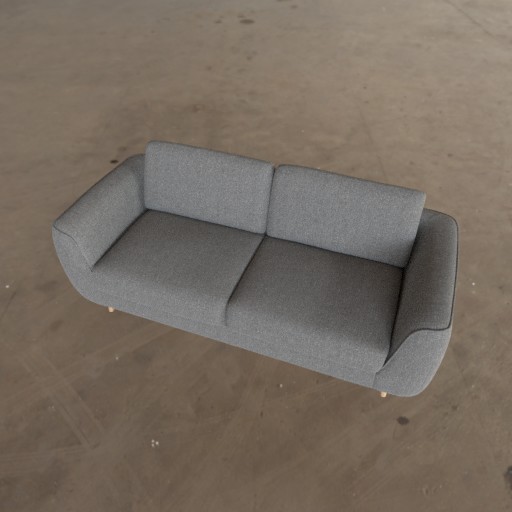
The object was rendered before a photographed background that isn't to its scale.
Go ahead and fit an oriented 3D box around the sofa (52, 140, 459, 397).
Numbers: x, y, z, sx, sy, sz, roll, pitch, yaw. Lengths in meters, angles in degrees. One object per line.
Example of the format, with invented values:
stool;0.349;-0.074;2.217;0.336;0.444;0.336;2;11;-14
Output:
sofa;0.000;0.000;2.414;2.000;0.870;0.920;14;43;15
